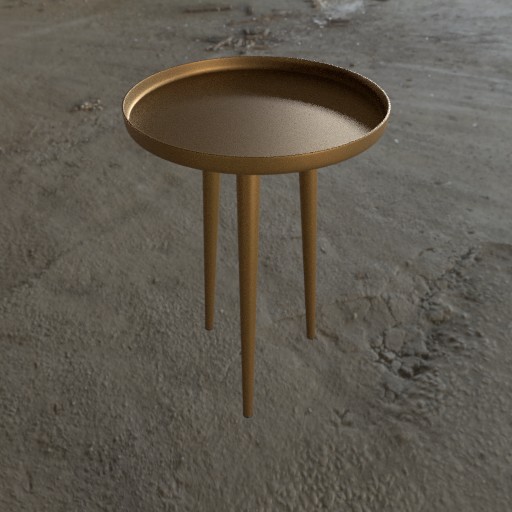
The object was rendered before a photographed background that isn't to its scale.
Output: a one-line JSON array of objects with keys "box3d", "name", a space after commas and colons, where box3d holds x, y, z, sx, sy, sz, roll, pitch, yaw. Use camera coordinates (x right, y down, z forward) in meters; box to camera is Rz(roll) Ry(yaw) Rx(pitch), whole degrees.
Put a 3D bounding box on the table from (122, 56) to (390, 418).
[{"box3d": [0.000, 0.000, 0.660, 0.299, 0.480, 0.299, 23, 45, 25], "name": "table"}]
